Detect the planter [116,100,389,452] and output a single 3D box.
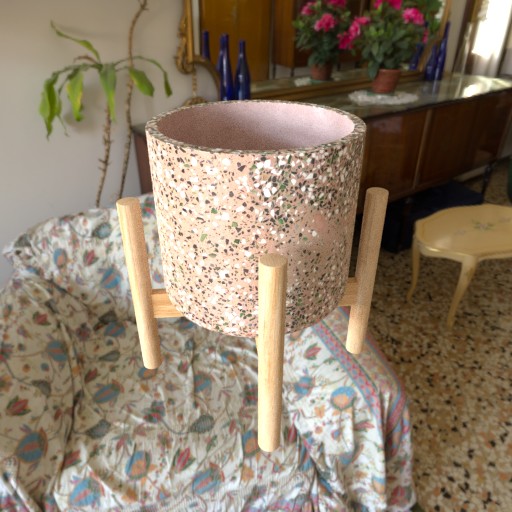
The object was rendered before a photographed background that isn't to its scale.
[{"bbox_3d":[0.000,0.000,0.536,0.284,0.320,0.284,9,31,14],"label":"planter"}]
